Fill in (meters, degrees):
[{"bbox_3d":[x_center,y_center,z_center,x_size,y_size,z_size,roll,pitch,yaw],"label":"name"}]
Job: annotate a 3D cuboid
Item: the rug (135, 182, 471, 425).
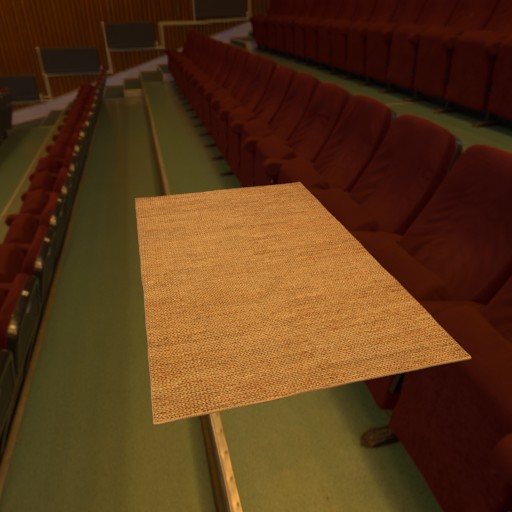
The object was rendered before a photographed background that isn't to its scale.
[{"bbox_3d":[0.000,0.000,2.997,1.521,0.034,2.438,-8,31,-13],"label":"rug"}]
